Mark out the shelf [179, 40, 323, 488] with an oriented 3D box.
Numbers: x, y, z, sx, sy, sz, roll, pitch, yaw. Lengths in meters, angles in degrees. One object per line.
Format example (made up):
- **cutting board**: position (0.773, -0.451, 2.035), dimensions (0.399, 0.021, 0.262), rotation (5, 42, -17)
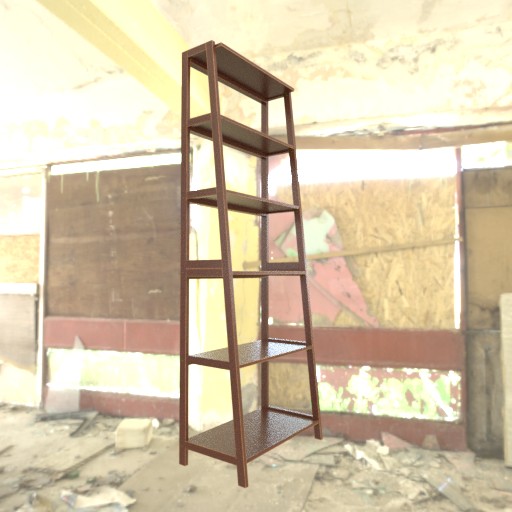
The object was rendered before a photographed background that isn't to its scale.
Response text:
- **shelf**: position (0.000, 0.000, 2.188), dimensions (0.381, 1.892, 0.660), rotation (-2, -3, 36)
